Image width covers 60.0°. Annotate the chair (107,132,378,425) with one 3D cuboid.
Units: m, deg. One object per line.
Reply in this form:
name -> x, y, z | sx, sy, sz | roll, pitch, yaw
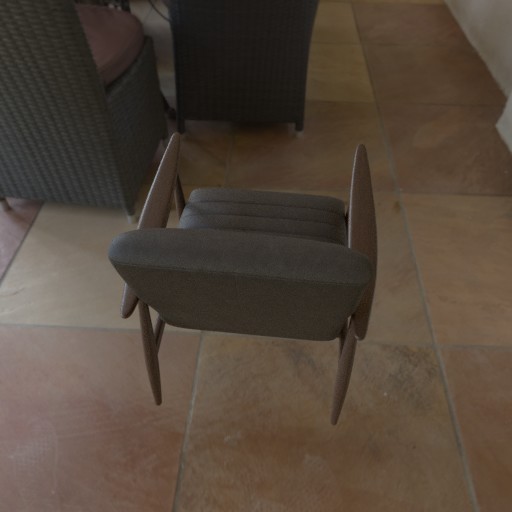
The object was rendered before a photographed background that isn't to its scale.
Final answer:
chair -> 0.000, 0.000, 1.459 | 0.741, 0.831, 0.798 | 5, 48, 4
